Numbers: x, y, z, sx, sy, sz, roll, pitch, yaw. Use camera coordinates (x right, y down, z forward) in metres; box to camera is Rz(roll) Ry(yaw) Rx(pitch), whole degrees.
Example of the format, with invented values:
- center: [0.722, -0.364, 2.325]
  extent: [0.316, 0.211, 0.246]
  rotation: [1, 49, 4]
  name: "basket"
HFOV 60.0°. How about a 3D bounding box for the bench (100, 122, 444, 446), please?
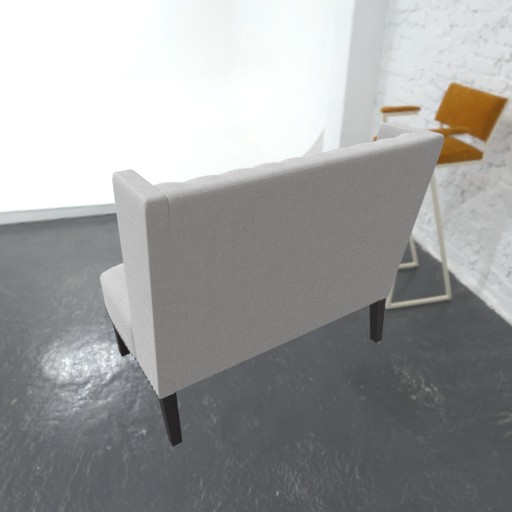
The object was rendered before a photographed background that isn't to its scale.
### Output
- center: [0.000, 0.000, 2.046]
  extent: [1.280, 1.123, 0.847]
  rotation: [-18, 34, -28]
  name: "bench"
